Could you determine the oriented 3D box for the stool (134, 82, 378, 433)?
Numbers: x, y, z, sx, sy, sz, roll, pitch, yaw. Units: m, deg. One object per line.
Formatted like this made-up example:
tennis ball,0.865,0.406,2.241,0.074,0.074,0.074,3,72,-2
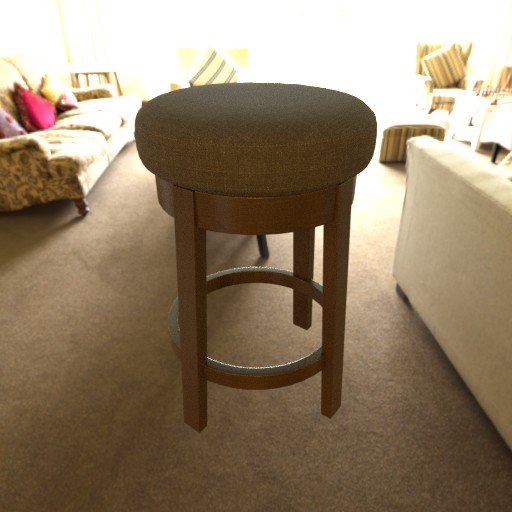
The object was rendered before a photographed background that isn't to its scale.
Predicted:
stool,0.000,0.000,0.941,0.449,0.655,0.449,0,30,0
